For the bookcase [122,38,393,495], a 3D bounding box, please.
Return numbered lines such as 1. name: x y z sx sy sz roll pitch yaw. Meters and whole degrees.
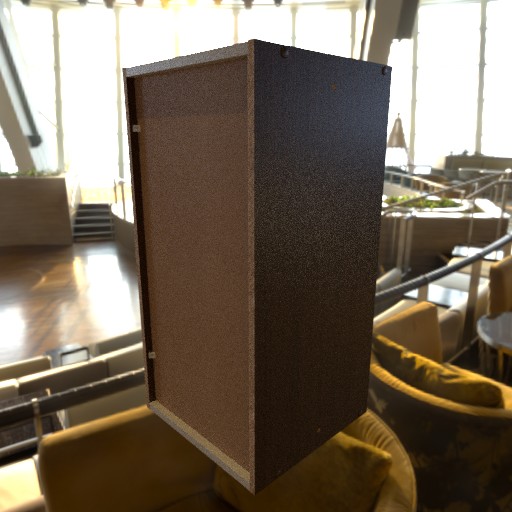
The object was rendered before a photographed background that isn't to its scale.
1. bookcase: 0.000 0.000 0.758 0.290 0.600 0.300 -14 21 -42
